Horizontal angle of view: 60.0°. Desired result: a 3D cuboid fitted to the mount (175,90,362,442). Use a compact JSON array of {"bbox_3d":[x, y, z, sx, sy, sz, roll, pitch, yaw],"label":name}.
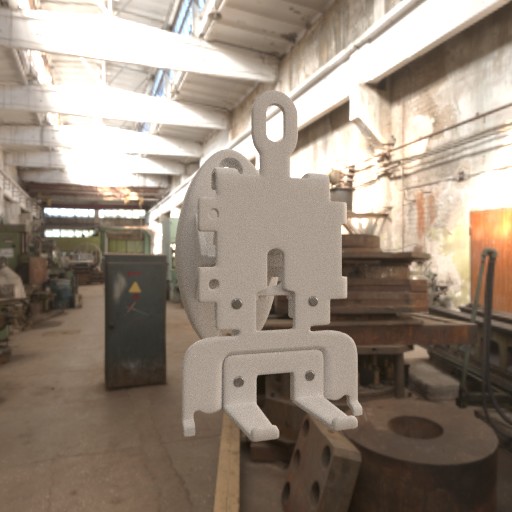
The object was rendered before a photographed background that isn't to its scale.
[{"bbox_3d":[0.000,0.000,0.180,0.066,0.118,0.100,0,0,-18],"label":"mount"}]
